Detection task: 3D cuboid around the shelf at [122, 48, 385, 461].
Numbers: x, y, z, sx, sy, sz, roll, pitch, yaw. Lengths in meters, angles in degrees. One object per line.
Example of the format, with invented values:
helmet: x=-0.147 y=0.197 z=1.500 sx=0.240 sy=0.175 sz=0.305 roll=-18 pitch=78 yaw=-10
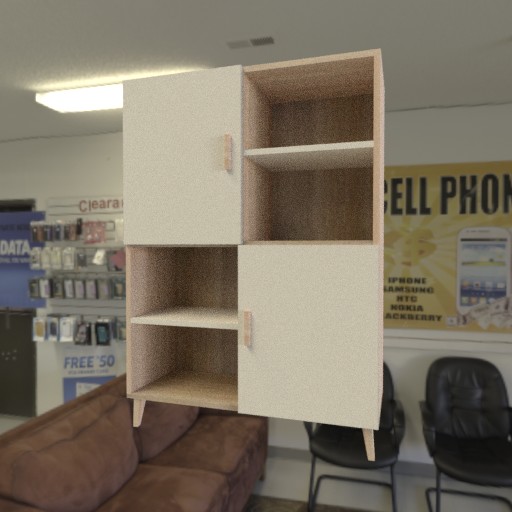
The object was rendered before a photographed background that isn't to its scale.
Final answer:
shelf: x=0.000 y=0.000 z=1.823 sx=0.995 sy=1.405 sz=0.434 roll=0 pitch=1 yaw=18
